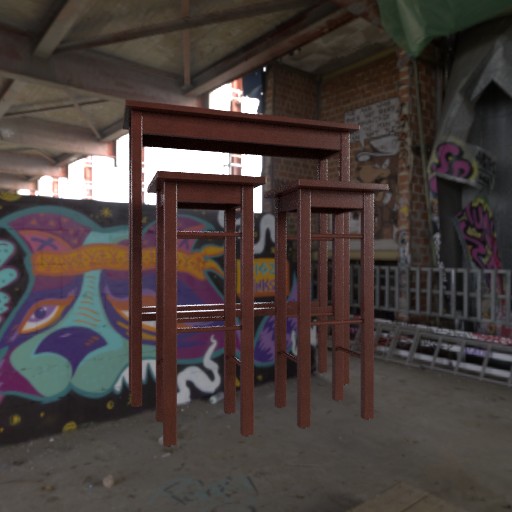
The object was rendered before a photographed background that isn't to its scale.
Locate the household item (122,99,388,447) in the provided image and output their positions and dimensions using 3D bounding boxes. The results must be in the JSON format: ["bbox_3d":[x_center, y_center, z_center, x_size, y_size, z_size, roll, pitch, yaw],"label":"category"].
[{"bbox_3d":[0.000,0.000,1.624,0.914,1.067,0.676,0,0,-19],"label":"household item"}]
